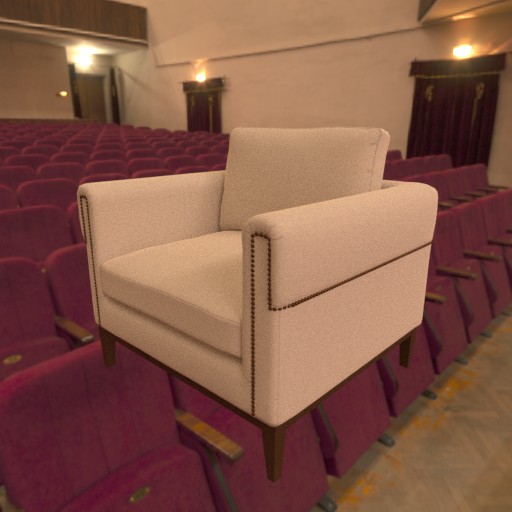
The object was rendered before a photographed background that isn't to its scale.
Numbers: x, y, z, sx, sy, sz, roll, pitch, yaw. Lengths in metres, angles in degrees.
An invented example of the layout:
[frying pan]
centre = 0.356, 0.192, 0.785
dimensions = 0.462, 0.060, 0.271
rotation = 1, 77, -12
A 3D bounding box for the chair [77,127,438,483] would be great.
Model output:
[chair]
centre = 0.000, 0.000, 1.637
dimensions = 0.982, 0.915, 0.896
rotation = 15, 22, 41
